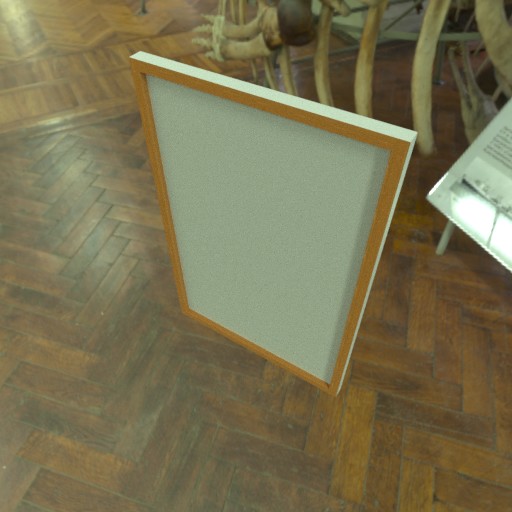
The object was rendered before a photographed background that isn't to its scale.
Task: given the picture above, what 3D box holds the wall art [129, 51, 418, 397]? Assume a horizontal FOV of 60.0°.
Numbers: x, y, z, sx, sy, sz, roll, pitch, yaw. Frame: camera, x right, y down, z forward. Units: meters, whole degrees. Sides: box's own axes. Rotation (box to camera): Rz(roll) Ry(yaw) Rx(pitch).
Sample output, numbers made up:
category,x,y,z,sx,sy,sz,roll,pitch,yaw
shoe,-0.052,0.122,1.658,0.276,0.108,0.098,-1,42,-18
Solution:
category,x,y,z,sx,sy,sz,roll,pitch,yaw
wall art,0.000,0.000,0.775,0.405,0.608,0.025,25,52,21
